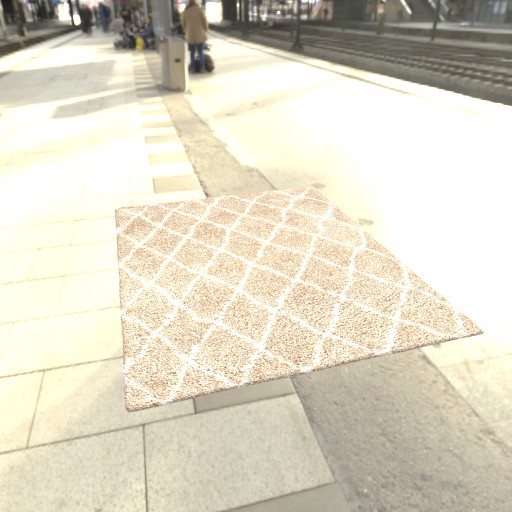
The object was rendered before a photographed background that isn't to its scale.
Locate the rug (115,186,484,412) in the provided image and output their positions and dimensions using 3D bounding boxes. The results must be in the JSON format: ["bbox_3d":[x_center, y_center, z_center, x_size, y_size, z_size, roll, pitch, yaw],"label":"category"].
[{"bbox_3d":[0.000,0.000,4.062,2.438,0.029,3.047,-8,30,-15],"label":"rug"}]
